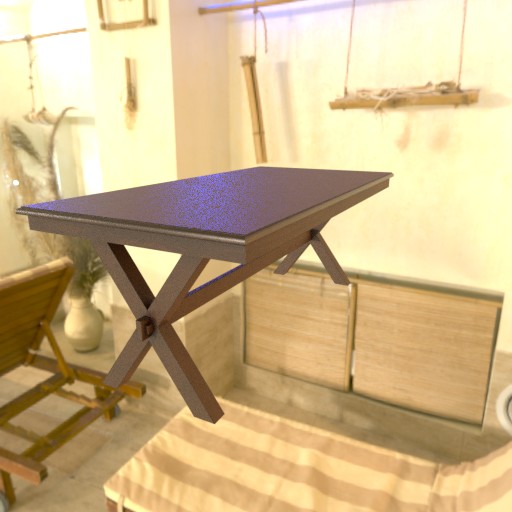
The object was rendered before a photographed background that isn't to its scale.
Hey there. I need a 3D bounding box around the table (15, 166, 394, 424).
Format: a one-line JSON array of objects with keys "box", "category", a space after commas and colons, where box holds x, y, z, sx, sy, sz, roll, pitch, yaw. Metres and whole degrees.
[{"box": [0.000, 0.000, 1.436, 0.594, 0.459, 1.197, 9, 18, 27], "category": "table"}]
